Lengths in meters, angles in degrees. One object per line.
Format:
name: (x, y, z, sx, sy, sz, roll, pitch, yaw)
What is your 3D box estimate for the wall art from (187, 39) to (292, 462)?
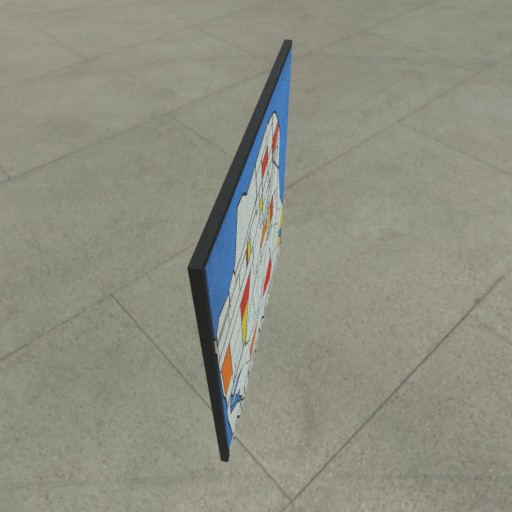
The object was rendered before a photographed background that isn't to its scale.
wall art: (0.000, 0.000, 0.672, 0.013, 0.457, 0.458, 9, 48, 8)
